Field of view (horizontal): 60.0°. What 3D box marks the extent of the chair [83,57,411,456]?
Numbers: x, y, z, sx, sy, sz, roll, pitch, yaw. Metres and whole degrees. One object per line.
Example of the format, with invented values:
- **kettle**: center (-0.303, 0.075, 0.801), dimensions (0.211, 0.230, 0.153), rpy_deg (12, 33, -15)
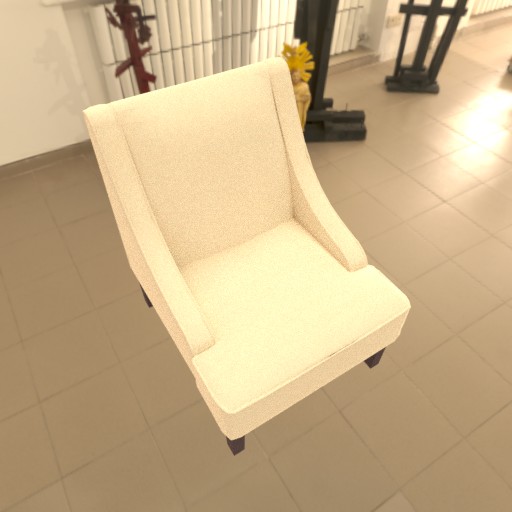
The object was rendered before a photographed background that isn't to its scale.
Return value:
- **chair**: center (0.000, 0.000, 1.453), dimensions (0.689, 0.886, 0.806), rpy_deg (-25, 52, -21)
